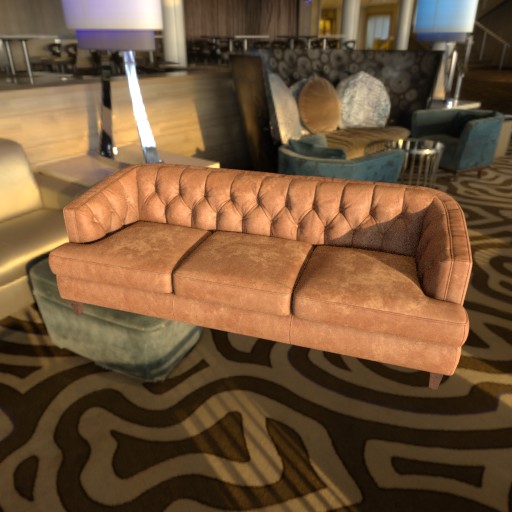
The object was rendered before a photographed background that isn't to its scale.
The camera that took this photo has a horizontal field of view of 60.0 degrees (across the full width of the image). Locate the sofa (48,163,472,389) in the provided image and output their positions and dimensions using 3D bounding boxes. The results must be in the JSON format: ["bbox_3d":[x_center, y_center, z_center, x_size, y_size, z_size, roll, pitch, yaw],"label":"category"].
[{"bbox_3d":[0.000,0.000,2.627,2.257,0.791,0.922,8,27,16],"label":"sofa"}]
